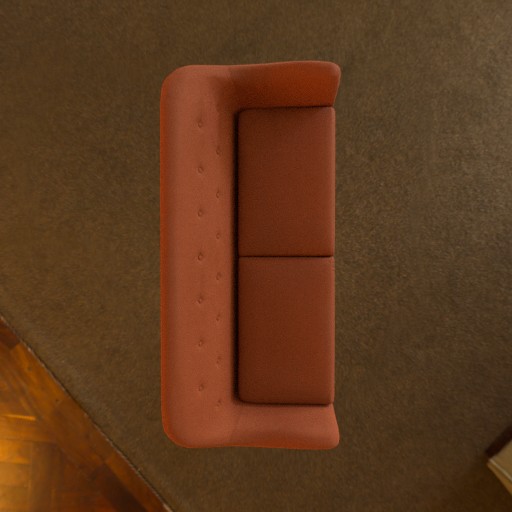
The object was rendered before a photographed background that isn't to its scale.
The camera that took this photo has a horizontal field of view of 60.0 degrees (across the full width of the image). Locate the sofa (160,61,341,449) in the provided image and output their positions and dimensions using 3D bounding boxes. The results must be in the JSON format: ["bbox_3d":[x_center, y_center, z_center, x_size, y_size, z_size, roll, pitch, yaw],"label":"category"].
[{"bbox_3d":[0.000,0.000,2.268,0.820,0.836,1.840,0,91,0],"label":"sofa"}]
